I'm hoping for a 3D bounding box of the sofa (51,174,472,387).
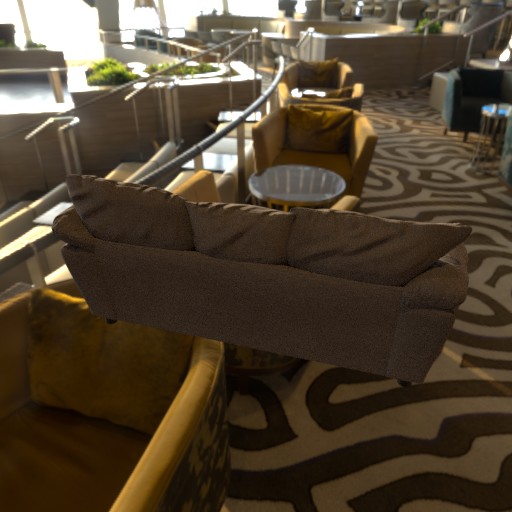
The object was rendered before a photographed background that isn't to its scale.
[{"bbox_3d":[0.000,0.000,2.776,2.390,1.043,0.927,9,32,14],"label":"sofa"}]
